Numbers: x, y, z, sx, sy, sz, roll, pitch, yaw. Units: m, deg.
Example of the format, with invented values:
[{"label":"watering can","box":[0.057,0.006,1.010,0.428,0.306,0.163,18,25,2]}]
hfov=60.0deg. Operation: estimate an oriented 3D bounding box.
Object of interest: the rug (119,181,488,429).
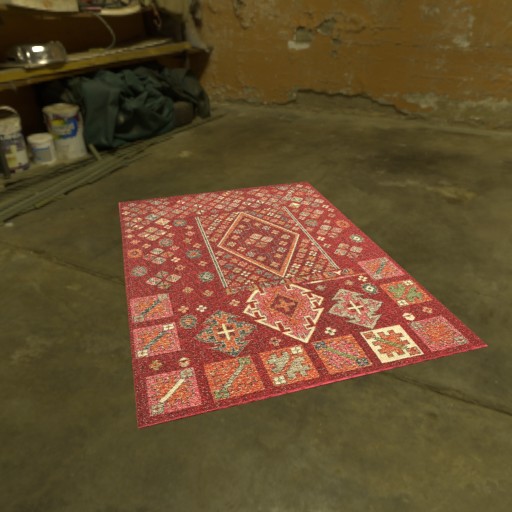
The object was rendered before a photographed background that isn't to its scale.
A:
[{"label":"rug","box":[0.000,0.000,2.747,1.579,0.007,2.184,-9,31,-14]}]
